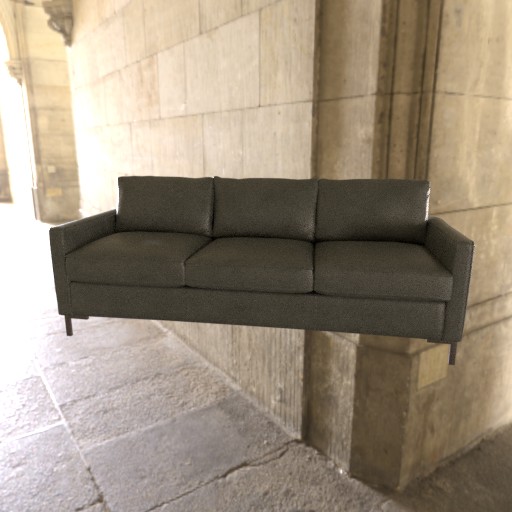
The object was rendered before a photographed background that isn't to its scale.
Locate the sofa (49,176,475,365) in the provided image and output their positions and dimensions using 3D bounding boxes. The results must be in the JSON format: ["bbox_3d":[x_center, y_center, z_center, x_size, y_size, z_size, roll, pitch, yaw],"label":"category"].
[{"bbox_3d":[0.000,0.000,2.386,2.029,0.805,0.748,2,14,9],"label":"sofa"}]
